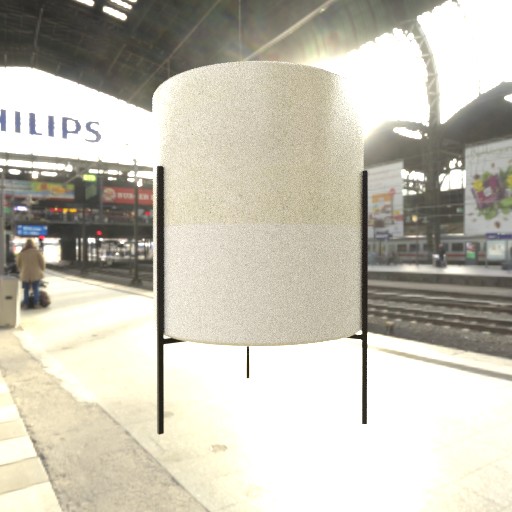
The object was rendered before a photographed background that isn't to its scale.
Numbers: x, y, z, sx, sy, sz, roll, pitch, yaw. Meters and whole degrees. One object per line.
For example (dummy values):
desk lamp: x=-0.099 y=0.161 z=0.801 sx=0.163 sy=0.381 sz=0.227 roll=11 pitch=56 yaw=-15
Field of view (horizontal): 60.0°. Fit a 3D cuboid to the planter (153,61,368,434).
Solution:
planter: x=0.000 y=0.000 z=0.700 sx=0.333 sy=0.483 sz=0.324 roll=0 pitch=1 yaw=-37
